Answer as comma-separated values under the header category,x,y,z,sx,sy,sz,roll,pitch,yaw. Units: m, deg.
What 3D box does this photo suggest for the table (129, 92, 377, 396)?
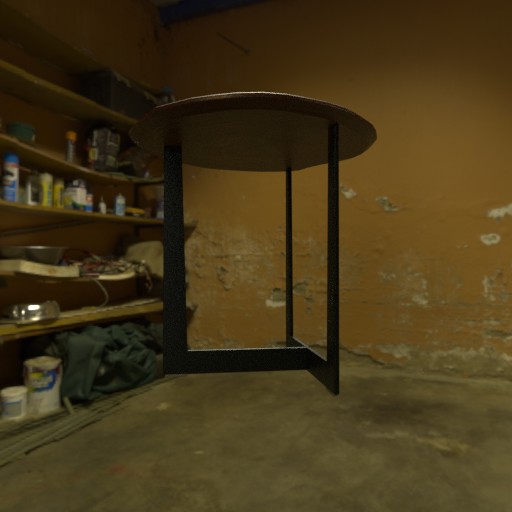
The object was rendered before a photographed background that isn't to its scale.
category,x,y,z,sx,sy,sz,roll,pitch,yaw
table,0.000,0.000,0.894,0.494,0.476,0.477,0,-1,-19
